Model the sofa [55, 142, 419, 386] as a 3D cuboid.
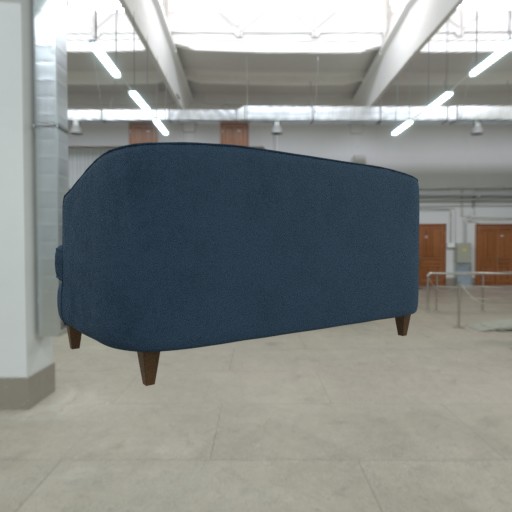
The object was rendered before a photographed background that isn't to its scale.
[{"bbox_3d":[0.000,0.000,2.232,1.733,0.854,0.941,-1,2,-35],"label":"sofa"}]
